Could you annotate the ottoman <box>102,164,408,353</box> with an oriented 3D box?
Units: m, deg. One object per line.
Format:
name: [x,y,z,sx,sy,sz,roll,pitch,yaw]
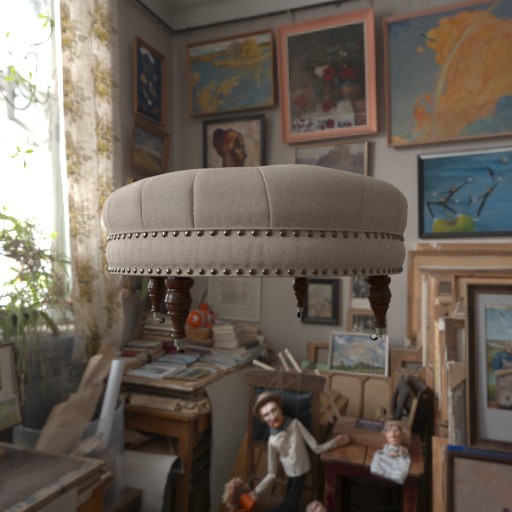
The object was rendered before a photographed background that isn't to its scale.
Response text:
ottoman: [0.000,0.000,1.433,0.940,0.483,0.940,0,-1,0]
